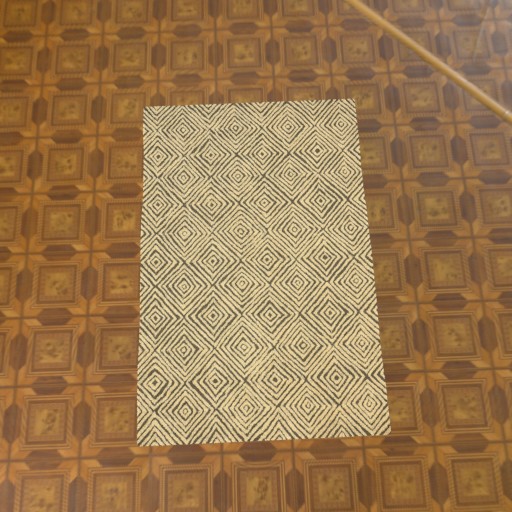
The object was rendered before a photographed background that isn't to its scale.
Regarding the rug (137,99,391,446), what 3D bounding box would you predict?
[{"bbox_3d":[0.000,0.000,2.249,1.177,0.004,1.750,-2,76,-1],"label":"rug"}]
